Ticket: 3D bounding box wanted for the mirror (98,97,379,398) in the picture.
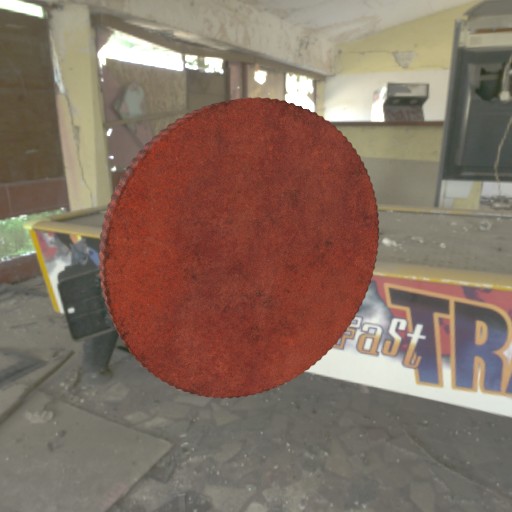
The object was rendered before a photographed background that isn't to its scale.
[{"bbox_3d":[0.000,0.000,0.907,0.609,0.609,0.056,-8,18,-26],"label":"mirror"}]
